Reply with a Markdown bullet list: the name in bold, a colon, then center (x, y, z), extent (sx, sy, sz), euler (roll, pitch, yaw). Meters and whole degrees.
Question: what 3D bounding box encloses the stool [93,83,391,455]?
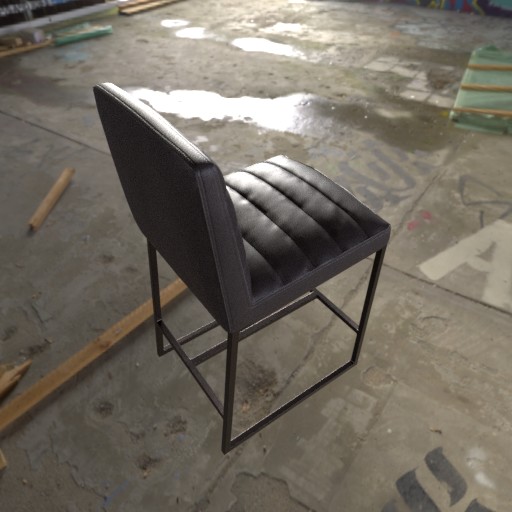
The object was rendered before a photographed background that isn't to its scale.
- **stool**: center (0.000, 0.000, 1.222), extent (0.562, 0.946, 0.463), euler (-25, 47, -26)
